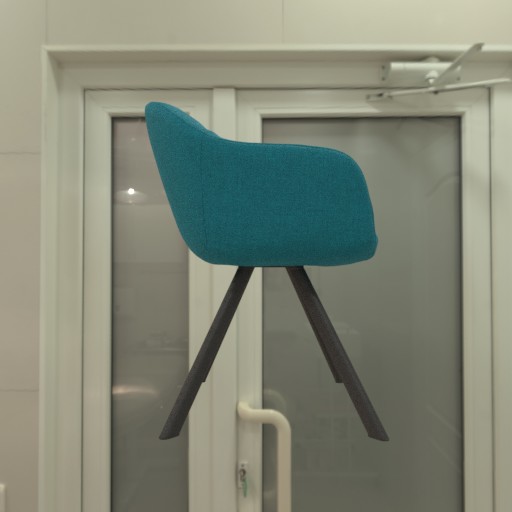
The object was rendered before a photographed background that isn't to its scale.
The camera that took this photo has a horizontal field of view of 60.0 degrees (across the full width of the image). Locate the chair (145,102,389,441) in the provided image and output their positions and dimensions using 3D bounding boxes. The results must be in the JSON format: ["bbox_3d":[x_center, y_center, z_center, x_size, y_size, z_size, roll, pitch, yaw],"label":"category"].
[{"bbox_3d":[0.000,0.000,1.166,0.565,0.775,0.545,0,-1,1],"label":"chair"}]
